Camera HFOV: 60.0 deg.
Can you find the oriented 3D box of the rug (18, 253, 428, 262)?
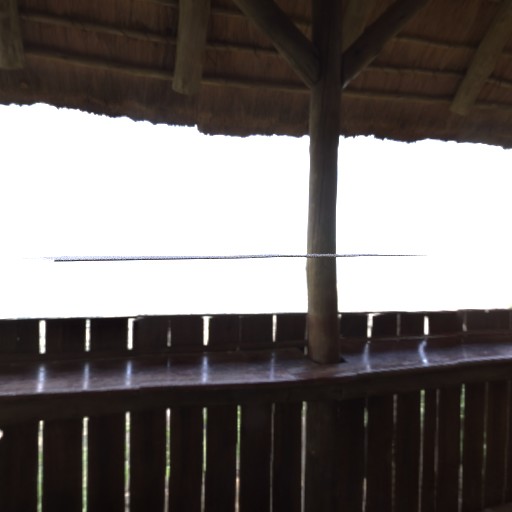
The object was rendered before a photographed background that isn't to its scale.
[{"bbox_3d":[0.000,0.000,2.674,2.439,0.013,0.762,-1,1,-37],"label":"rug"}]
